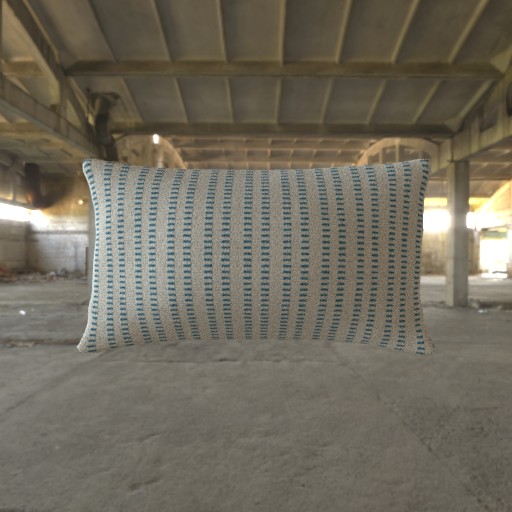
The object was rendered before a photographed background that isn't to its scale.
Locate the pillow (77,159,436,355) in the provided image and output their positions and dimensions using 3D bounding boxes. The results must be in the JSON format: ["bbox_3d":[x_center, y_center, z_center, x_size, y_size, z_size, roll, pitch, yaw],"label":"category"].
[{"bbox_3d":[0.000,0.000,0.808,0.640,0.353,0.210,0,0,0],"label":"pillow"}]
